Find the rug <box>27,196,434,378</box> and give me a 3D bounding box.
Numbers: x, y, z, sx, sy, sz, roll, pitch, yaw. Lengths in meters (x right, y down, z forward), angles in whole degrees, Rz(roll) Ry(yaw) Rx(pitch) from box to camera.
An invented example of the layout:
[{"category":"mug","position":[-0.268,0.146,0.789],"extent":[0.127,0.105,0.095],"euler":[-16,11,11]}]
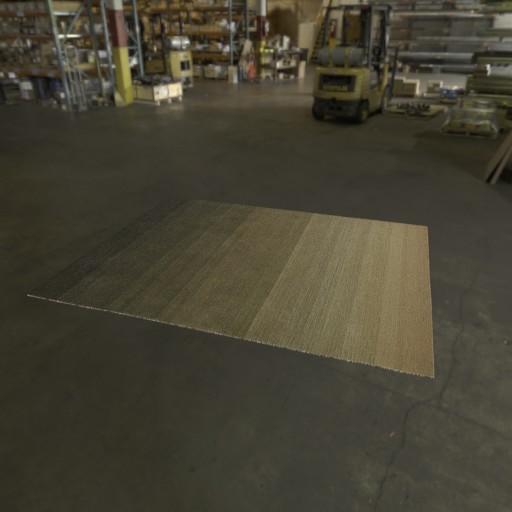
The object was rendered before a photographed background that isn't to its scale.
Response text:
[{"category":"rug","position":[0.000,0.000,3.949],"extent":[2.932,0.015,2.315],"euler":[8,28,16]}]
